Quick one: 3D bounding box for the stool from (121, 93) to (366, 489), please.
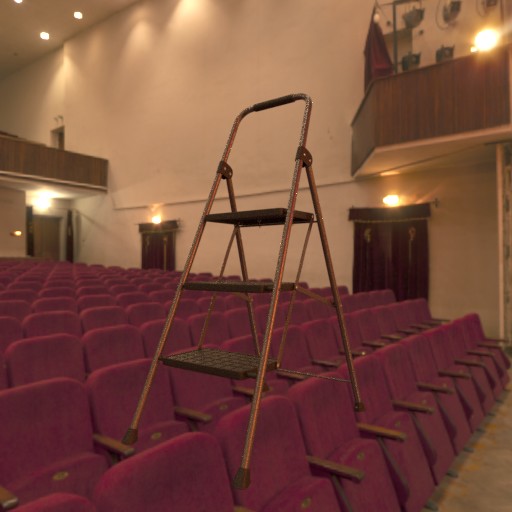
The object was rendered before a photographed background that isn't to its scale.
[{"bbox_3d":[0.000,0.000,1.484,0.473,1.121,0.733,-1,-1,37],"label":"stool"}]
